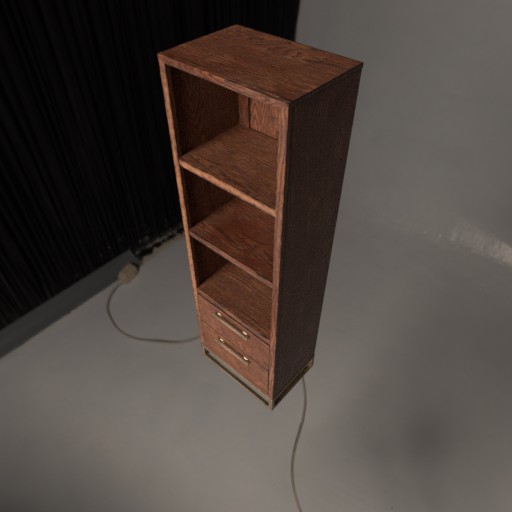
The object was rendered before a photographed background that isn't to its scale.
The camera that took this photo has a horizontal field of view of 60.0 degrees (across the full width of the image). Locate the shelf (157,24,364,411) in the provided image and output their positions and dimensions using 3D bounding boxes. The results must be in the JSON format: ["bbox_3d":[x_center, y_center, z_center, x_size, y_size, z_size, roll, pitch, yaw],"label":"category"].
[{"bbox_3d":[0.000,0.000,1.990,0.539,1.732,0.395,32,53,28],"label":"shelf"}]
